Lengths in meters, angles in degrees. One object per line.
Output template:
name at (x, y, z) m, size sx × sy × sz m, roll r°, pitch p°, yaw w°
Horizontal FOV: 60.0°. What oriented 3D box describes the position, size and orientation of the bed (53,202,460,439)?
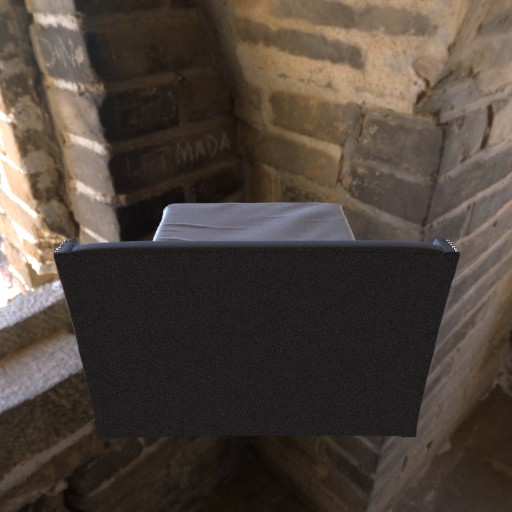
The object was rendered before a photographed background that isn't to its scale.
bed at (0.000, 0.000, 3.342) m, size 1.925 × 1.332 × 2.276 m, roll 0°, pitch 29°, yaw 0°
